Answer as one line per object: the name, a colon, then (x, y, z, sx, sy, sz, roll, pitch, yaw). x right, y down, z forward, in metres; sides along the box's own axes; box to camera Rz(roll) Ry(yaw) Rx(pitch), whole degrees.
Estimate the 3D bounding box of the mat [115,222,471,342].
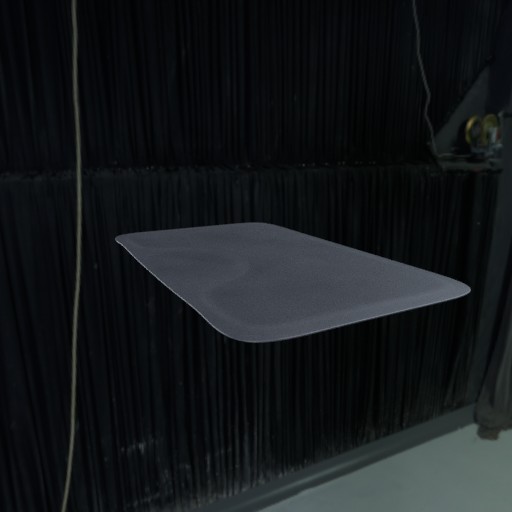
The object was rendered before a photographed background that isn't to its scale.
mat: (0.000, 0.000, 1.887, 0.918, 0.013, 1.524, -8, 16, -28)
